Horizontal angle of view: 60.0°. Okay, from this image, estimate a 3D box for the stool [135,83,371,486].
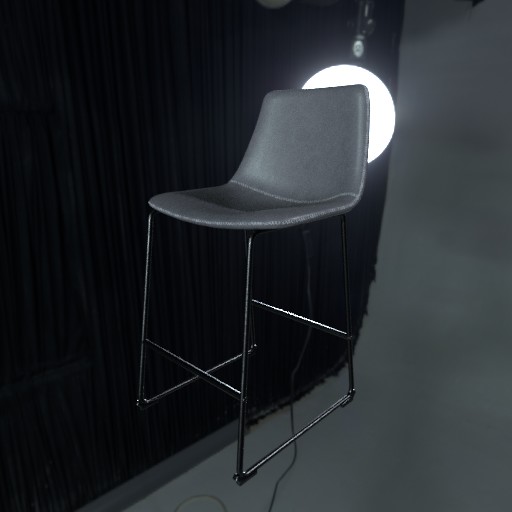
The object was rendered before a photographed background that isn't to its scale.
[{"bbox_3d":[0.000,0.000,1.181,0.470,0.876,0.546,15,21,42],"label":"stool"}]
